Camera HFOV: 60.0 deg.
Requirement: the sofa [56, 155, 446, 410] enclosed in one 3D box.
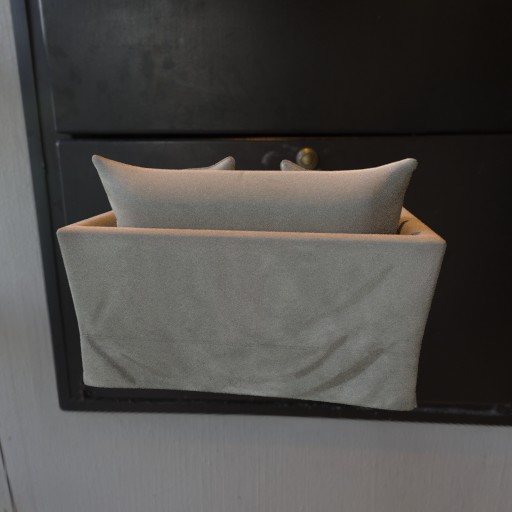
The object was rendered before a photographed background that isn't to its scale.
[{"bbox_3d":[0.000,0.000,2.307,1.608,1.040,1.035,2,15,8],"label":"sofa"}]
